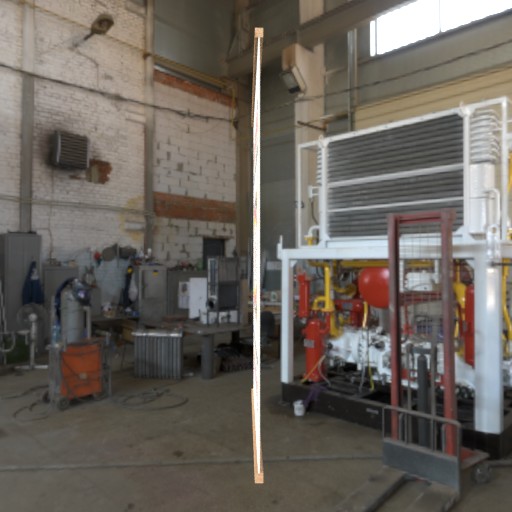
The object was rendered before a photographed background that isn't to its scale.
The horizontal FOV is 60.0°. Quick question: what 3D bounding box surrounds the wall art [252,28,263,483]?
[{"bbox_3d":[0.000,0.000,1.991,0.028,1.533,0.999,0,-1,-1],"label":"wall art"}]
